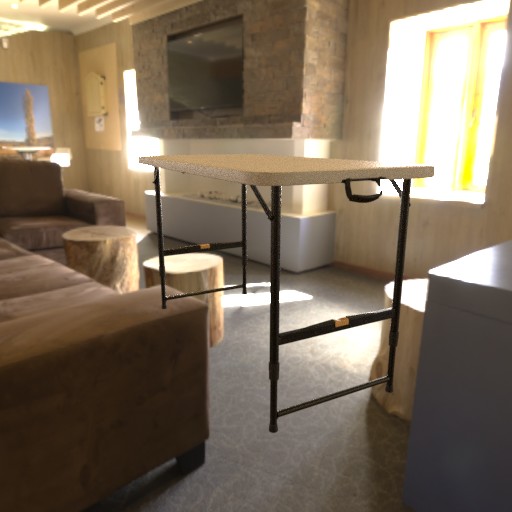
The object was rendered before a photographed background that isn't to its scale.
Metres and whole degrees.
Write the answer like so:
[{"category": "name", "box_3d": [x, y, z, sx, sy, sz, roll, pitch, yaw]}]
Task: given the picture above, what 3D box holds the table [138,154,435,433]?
[{"category": "table", "box_3d": [0.000, 0.000, 1.731, 0.611, 0.737, 1.245, -8, 16, -27]}]
